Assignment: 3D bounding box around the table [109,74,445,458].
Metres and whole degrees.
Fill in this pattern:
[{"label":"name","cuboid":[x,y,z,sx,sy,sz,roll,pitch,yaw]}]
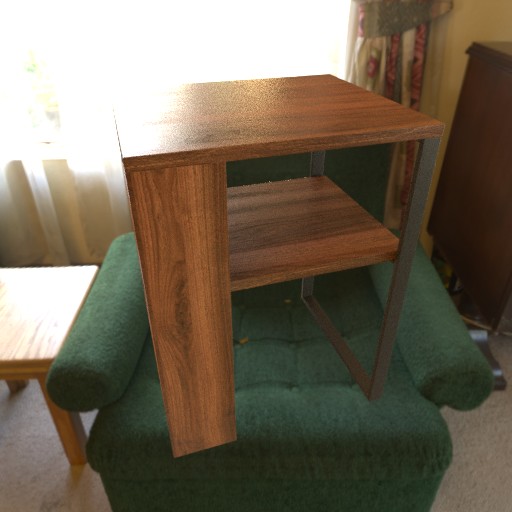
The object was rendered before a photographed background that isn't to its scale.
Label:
[{"label":"table","cuboid":[0.000,0.000,1.556,0.786,1.041,0.660,-10,34,-15]}]
